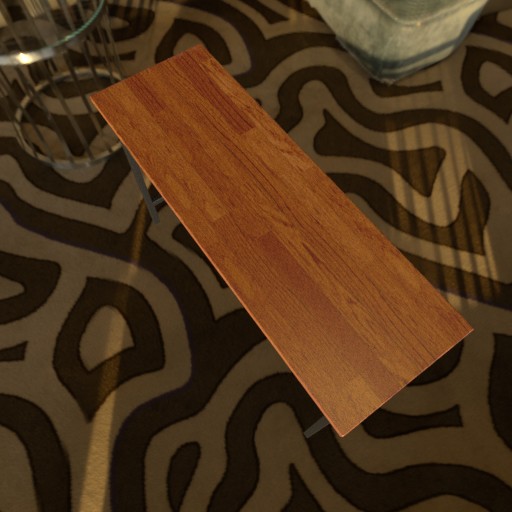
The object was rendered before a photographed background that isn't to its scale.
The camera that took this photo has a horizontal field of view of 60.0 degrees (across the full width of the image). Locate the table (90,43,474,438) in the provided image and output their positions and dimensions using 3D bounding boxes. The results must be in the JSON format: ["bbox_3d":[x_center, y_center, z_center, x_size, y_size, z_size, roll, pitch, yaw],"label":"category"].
[{"bbox_3d":[0.000,0.000,1.540,0.408,0.740,1.204,-33,68,-15],"label":"table"}]
